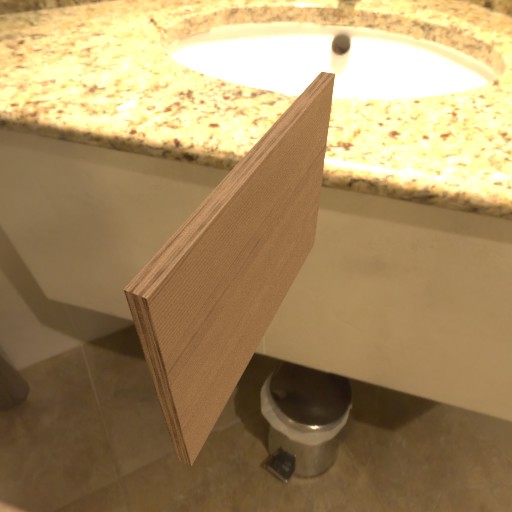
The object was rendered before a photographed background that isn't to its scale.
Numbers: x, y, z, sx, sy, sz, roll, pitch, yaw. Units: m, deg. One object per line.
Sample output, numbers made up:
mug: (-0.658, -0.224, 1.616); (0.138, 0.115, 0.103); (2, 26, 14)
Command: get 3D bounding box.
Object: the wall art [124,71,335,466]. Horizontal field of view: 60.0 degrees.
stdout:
wall art: (0.000, 0.000, 1.106); (0.063, 0.609, 0.841); (18, 47, 18)
